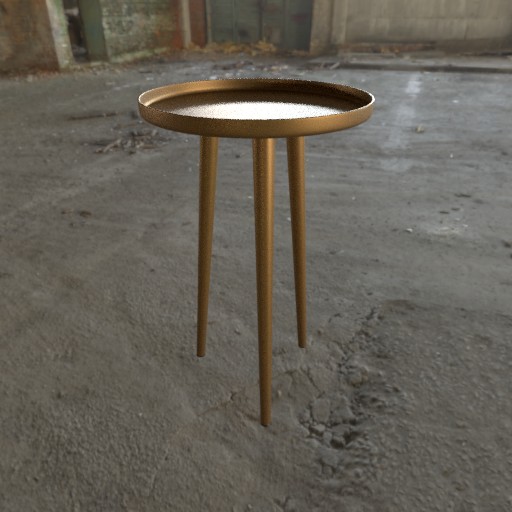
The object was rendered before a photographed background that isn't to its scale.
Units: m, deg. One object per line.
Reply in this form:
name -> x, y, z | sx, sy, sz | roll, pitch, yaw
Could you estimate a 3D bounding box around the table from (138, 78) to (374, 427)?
table -> 0.000, 0.000, 0.691 | 0.299, 0.480, 0.299 | 10, 31, 17
